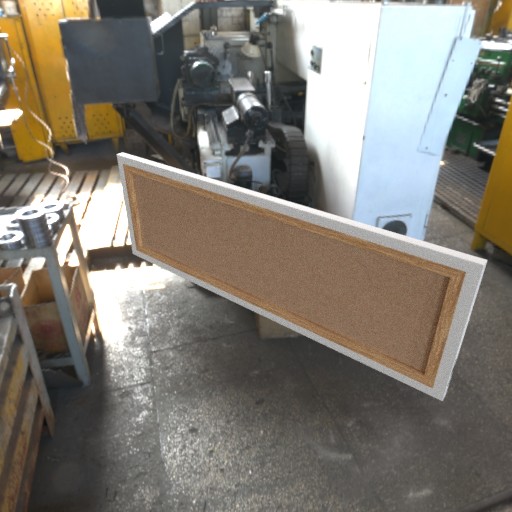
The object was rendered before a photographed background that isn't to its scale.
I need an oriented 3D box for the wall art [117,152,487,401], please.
[{"bbox_3d":[0.000,0.000,1.689,1.520,0.507,0.039,21,37,32],"label":"wall art"}]
